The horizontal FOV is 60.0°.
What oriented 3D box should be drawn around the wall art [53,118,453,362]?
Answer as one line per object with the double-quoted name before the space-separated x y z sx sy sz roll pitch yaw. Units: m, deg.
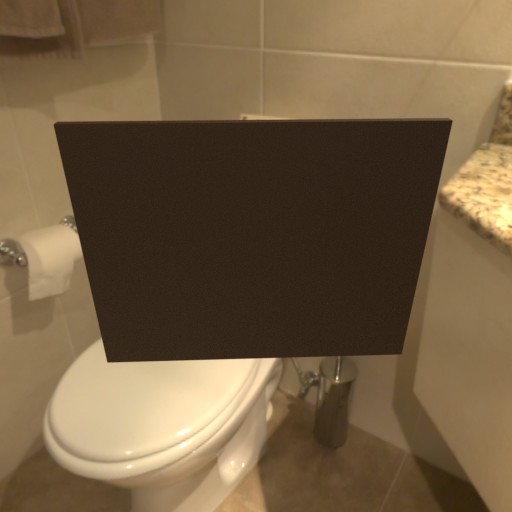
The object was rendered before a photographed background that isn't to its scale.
"wall art" 0.000 0.000 1.591 1.207 0.952 0.034 -1 30 -2
